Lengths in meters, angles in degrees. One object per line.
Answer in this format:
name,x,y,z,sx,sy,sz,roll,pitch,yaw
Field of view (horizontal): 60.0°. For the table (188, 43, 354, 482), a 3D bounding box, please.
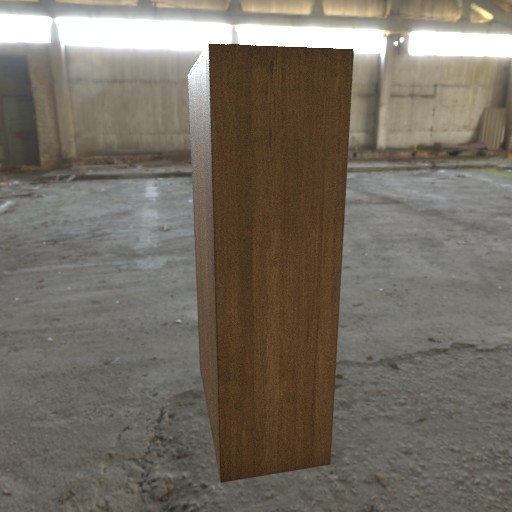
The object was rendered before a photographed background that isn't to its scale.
table,0.000,0.000,2.499,0.600,2.000,1.100,-4,17,-12
